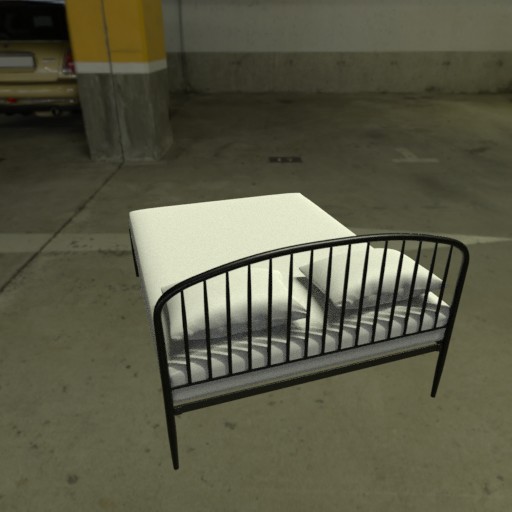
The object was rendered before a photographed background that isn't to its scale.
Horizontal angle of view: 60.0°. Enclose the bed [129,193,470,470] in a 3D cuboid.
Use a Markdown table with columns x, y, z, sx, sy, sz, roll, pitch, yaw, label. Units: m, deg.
| x | y | z | sx | sy | sz | roll | pitch | yaw | label |
| --- | --- | --- | --- | --- | --- | --- | --- | --- | --- |
| 0.000 | 0.000 | 3.125 | 1.618 | 1.166 | 2.159 | -9 | 28 | -17 | bed |
